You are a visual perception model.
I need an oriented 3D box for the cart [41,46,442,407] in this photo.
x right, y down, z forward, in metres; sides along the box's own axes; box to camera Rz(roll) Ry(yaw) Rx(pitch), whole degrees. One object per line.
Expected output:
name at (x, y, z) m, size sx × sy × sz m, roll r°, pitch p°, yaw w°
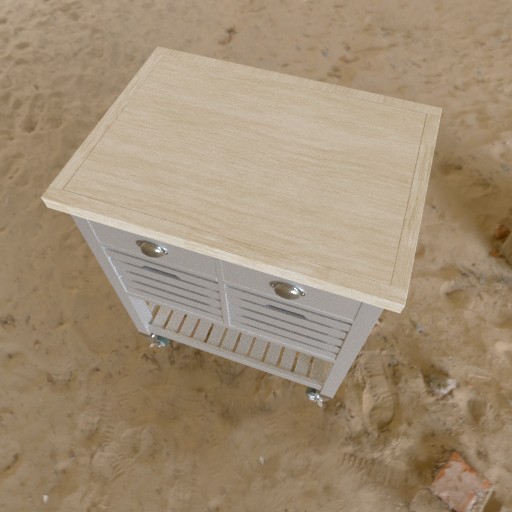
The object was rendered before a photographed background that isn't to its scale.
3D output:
cart at (0.000, 0.000, 1.390) m, size 0.762 × 0.914 × 0.559 m, roll 16°, pitch 60°, yaw 10°
